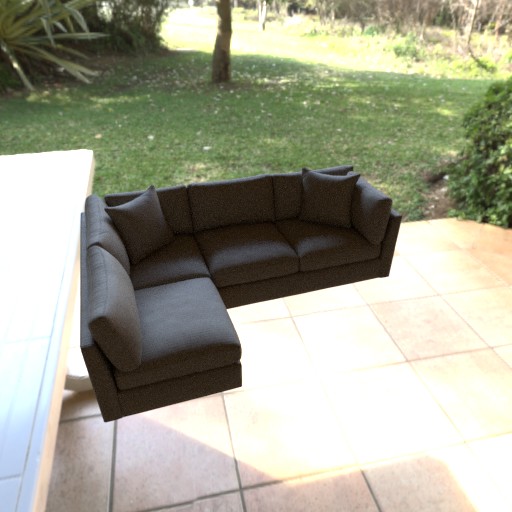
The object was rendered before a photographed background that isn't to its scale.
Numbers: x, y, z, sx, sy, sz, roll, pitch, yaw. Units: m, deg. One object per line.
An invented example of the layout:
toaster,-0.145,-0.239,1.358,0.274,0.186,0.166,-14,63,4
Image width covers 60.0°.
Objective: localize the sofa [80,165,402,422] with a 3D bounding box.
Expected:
sofa,0.000,0.000,3.940,2.896,0.978,1.994,-10,33,-16
